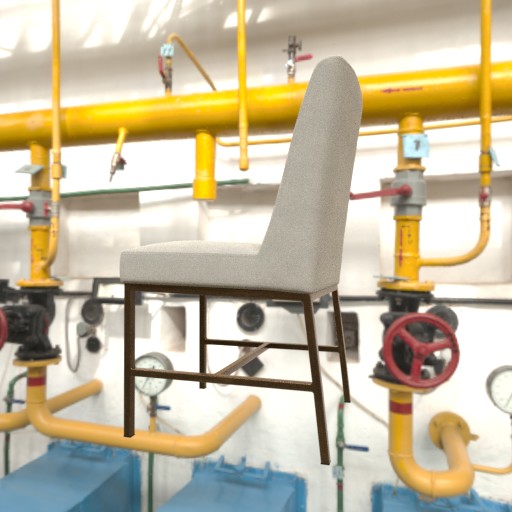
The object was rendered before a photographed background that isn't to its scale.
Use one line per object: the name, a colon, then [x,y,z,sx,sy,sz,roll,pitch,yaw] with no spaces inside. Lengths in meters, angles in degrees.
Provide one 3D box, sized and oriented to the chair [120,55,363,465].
chair: [0.000,0.000,1.285,0.597,0.933,0.503,0,-1,18]
